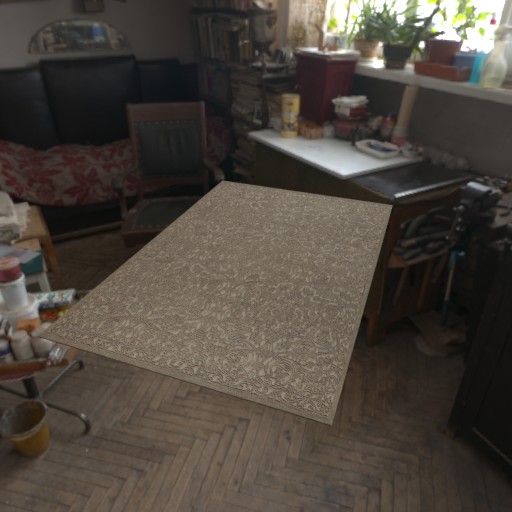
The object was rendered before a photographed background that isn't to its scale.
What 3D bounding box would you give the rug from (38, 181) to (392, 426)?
[{"bbox_3d":[0.000,0.000,2.362,1.221,0.006,1.827,11,33,18],"label":"rug"}]
